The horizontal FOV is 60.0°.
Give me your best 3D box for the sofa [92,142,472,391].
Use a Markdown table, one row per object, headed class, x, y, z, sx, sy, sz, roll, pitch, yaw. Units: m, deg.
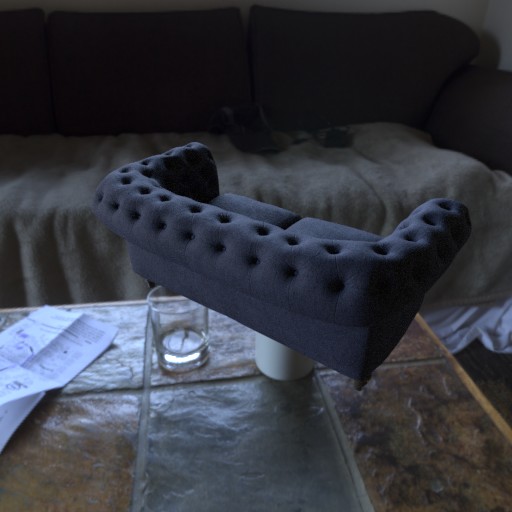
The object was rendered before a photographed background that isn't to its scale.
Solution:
| class | x | y | z | sx | sy | sz | roll | pitch | yaw |
| --- | --- | --- | --- | --- | --- | --- | --- | --- | --- |
| sofa | 0.000 | 0.000 | 2.529 | 1.988 | 0.833 | 1.082 | 20 | 35 | 32 |
